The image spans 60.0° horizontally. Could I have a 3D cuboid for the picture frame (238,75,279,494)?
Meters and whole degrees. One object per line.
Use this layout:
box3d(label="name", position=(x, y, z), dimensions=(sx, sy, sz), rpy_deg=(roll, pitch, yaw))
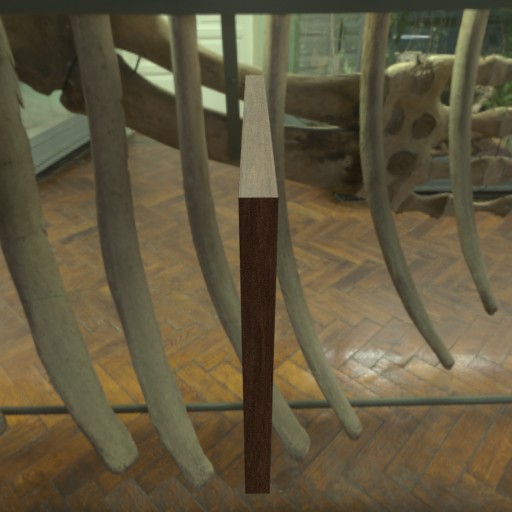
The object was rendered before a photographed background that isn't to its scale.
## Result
box3d(label="picture frame", position=(0.000, 0.000, 0.522), dimensions=(0.025, 0.330, 0.381), rpy_deg=(0, 33, 0))
